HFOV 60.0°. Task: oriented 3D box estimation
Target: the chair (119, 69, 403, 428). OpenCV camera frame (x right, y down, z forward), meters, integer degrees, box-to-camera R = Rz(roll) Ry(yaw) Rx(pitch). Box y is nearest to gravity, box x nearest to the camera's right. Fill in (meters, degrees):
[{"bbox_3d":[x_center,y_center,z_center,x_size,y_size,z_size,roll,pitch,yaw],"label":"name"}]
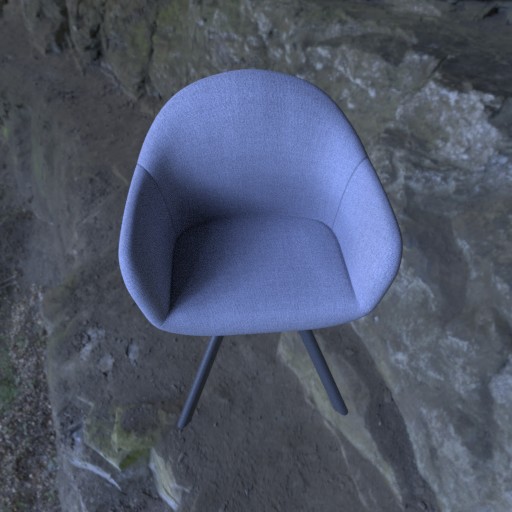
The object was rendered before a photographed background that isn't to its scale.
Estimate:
[{"bbox_3d":[0.000,0.000,1.182,0.590,0.795,0.550,-3,45,-3],"label":"chair"}]
